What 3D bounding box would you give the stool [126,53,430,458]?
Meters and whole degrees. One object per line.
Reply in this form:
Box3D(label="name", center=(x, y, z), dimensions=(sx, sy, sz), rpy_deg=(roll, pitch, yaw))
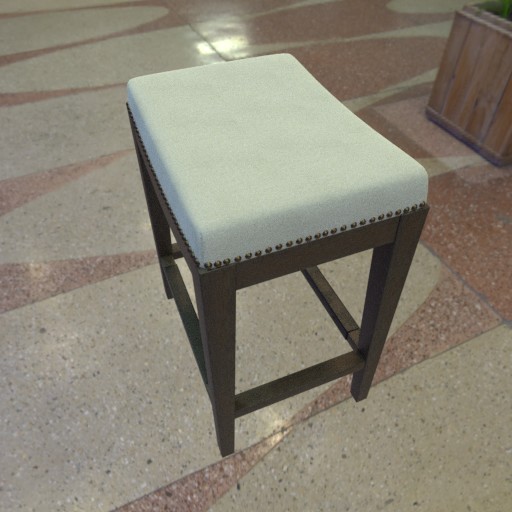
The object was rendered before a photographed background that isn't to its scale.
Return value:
Box3D(label="stool", center=(0.000, 0.000, 0.937), dimensions=(0.361, 0.642, 0.500), rpy_deg=(-16, 48, -15))
